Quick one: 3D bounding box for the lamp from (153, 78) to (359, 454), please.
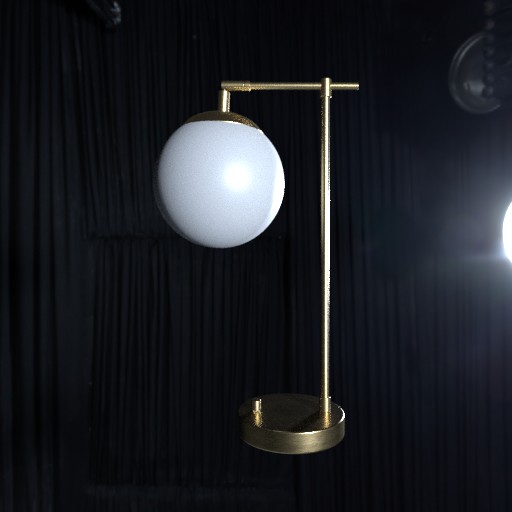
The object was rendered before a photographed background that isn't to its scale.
[{"bbox_3d":[0.000,0.000,0.707,0.324,0.559,0.207,0,1,0],"label":"lamp"}]
